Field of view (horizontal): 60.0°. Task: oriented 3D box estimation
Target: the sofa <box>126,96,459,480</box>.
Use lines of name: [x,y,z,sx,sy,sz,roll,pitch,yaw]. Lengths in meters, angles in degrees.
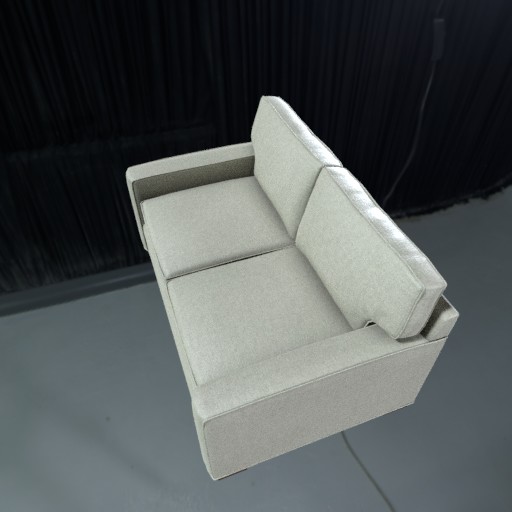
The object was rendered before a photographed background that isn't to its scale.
sofa: [0.000,0.000,2.050,0.940,0.853,1.484,-15,47,-14]
